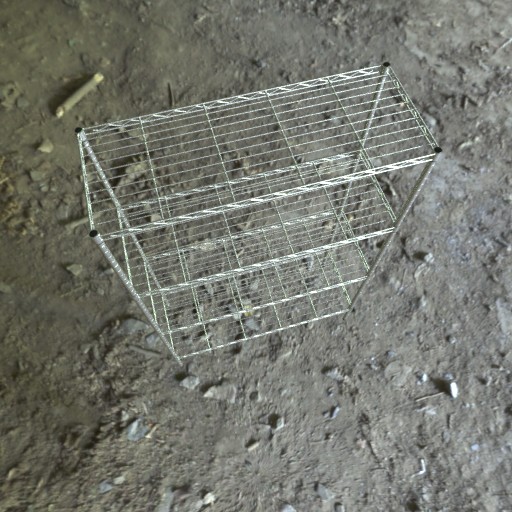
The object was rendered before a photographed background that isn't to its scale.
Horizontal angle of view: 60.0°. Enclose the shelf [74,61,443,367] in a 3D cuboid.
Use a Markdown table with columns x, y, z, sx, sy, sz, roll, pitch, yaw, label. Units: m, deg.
| x | y | z | sx | sy | sz | roll | pitch | yaw | label |
| --- | --- | --- | --- | --- | --- | --- | --- | --- | --- |
| 0.000 | 0.000 | 1.762 | 0.907 | 1.360 | 0.352 | -15 | 64 | -7 | shelf |
